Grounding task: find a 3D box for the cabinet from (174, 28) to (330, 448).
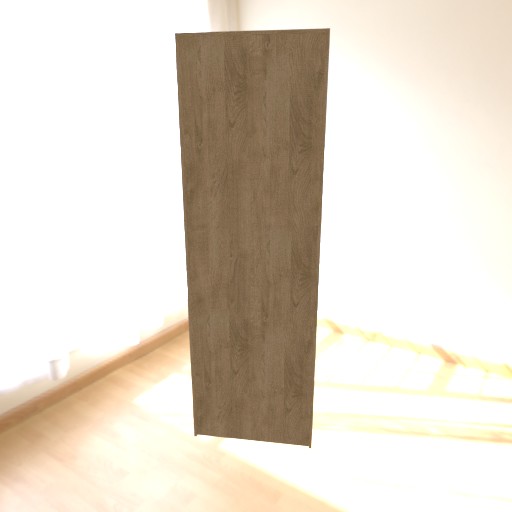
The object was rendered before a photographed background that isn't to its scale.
[{"bbox_3d":[0.000,0.000,1.817,0.520,1.630,0.250,3,17,8],"label":"cabinet"}]
